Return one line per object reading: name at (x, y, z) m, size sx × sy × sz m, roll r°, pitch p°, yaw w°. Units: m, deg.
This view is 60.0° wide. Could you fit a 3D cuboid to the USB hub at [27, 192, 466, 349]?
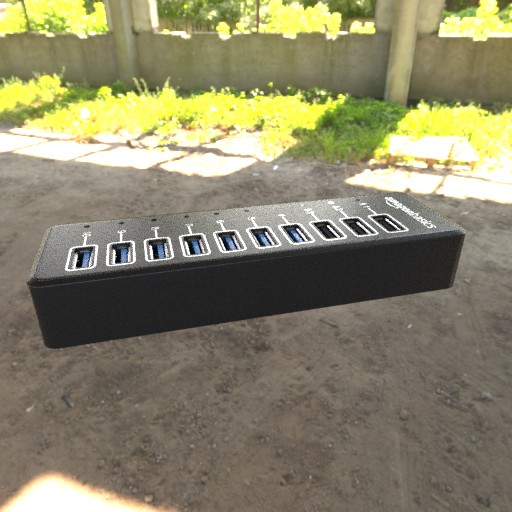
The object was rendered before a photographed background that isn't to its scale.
USB hub at (0.000, 0.000, 0.163) m, size 0.145 × 0.023 × 0.044 m, roll -7°, pitch 29°, yaw -13°
